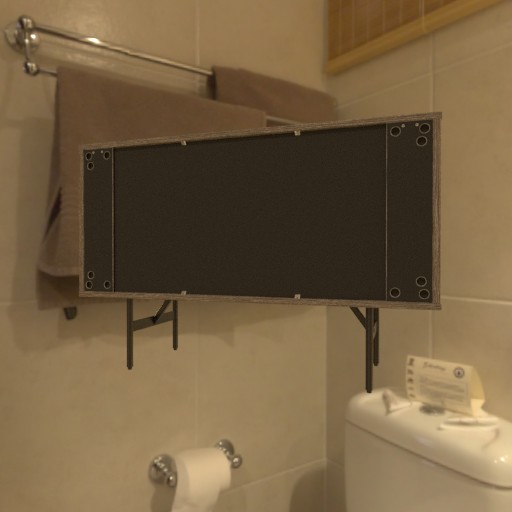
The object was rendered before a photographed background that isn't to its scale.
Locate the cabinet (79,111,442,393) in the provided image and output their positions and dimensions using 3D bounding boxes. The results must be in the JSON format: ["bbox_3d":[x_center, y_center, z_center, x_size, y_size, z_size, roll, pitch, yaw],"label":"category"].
[{"bbox_3d":[0.000,0.000,1.578,1.194,0.787,0.405,0,0,19],"label":"cabinet"}]
